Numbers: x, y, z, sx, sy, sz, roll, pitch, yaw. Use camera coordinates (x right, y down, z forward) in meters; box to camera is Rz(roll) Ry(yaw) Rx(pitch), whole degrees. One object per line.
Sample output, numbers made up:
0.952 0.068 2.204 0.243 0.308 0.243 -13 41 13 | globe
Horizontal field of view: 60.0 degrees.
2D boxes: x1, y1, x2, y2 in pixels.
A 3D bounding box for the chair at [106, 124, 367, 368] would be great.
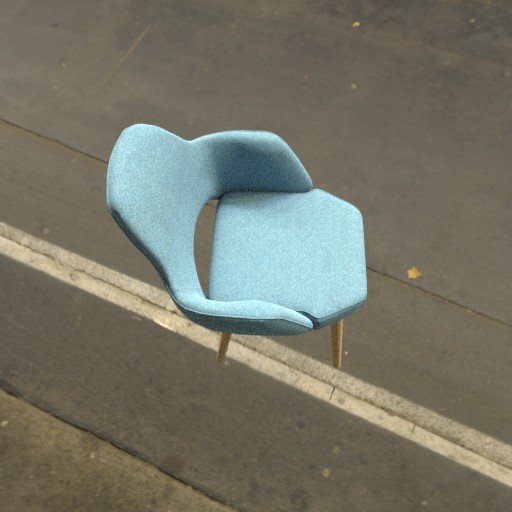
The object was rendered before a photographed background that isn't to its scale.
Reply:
0.000 0.000 1.384 0.666 0.920 0.589 3 64 1 | chair
